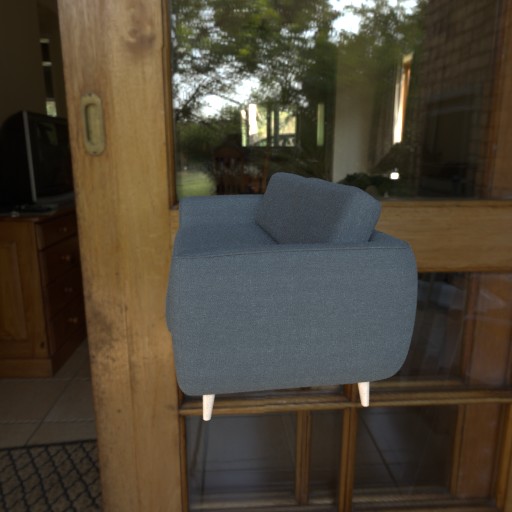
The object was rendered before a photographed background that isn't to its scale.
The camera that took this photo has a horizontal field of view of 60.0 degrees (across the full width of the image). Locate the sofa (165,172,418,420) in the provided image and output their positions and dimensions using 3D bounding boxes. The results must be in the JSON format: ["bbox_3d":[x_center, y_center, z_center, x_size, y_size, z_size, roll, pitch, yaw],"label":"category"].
[{"bbox_3d":[0.000,0.000,2.420,0.920,0.850,2.000,-2,13,-9],"label":"sofa"}]
